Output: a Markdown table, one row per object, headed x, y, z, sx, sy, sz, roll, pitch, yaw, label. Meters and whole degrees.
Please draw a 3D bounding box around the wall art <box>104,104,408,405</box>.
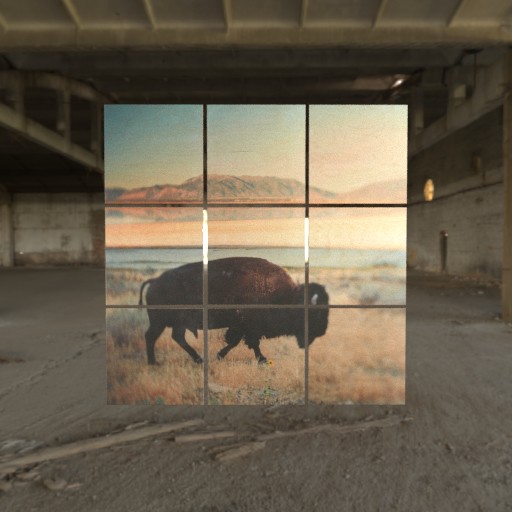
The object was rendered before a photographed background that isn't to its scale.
| x | y | z | sx | sy | sz | roll | pitch | yaw | label |
| --- | --- | --- | --- | --- | --- | --- | --- | --- | --- |
| 0.000 | 0.000 | 1.808 | 1.221 | 1.218 | 0.019 | 0 | 1 | 0 | wall art |
